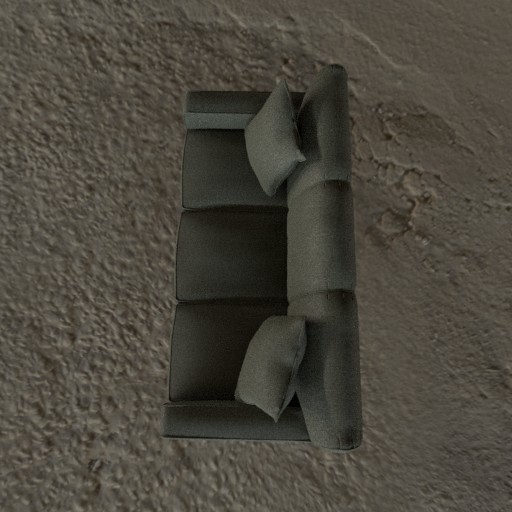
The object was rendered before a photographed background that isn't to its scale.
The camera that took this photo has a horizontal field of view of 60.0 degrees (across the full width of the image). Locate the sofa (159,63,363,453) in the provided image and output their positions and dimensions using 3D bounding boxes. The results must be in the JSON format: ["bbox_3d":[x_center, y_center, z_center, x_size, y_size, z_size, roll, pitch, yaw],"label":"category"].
[{"bbox_3d":[0.000,0.000,2.612,0.997,0.958,2.024,1,74,0],"label":"sofa"}]
